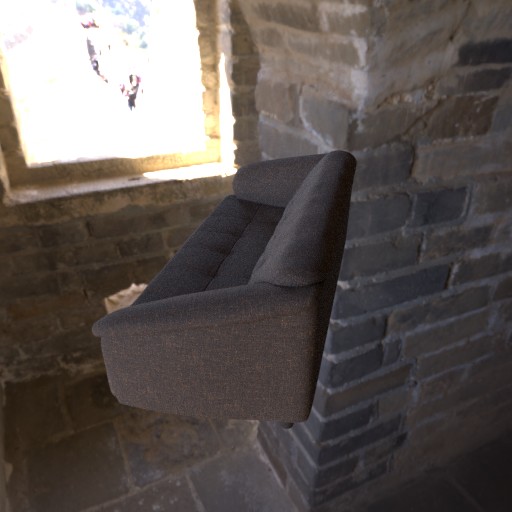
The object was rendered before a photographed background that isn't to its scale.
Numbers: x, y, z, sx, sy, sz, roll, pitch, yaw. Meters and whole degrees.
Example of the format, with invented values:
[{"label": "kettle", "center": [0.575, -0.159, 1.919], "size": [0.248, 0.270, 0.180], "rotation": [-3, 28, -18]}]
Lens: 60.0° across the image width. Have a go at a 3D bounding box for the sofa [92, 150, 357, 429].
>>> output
[{"label": "sofa", "center": [0.000, 0.000, 2.330], "size": [0.887, 0.790, 1.849], "rotation": [8, 31, 13]}]
